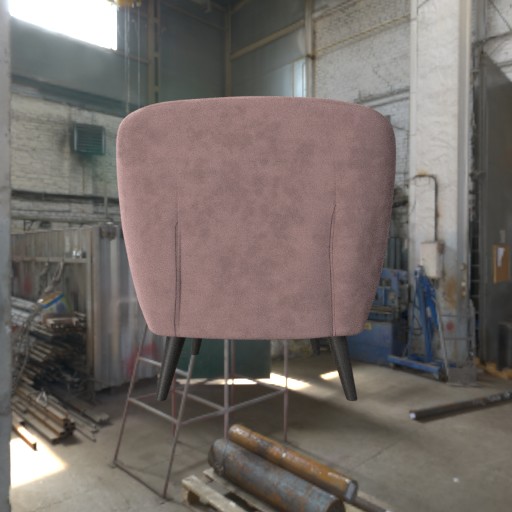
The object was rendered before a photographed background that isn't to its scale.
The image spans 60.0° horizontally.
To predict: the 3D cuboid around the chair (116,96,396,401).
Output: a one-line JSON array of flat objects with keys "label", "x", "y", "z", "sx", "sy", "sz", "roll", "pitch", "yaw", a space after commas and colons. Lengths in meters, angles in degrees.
[{"label": "chair", "x": 0.000, "y": 0.000, "z": 1.498, "sx": 0.840, "sy": 0.820, "sz": 0.820, "roll": 0, "pitch": 1, "yaw": 0}]
